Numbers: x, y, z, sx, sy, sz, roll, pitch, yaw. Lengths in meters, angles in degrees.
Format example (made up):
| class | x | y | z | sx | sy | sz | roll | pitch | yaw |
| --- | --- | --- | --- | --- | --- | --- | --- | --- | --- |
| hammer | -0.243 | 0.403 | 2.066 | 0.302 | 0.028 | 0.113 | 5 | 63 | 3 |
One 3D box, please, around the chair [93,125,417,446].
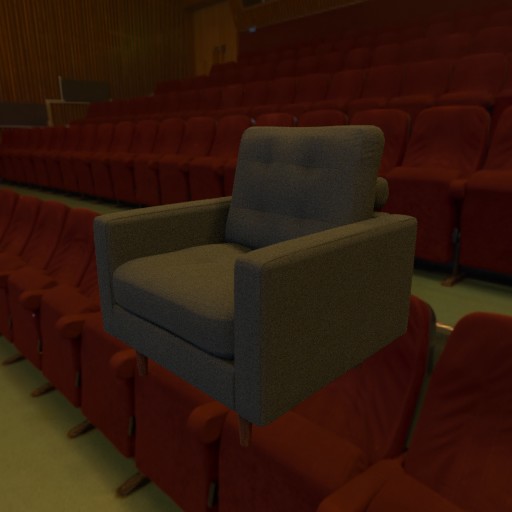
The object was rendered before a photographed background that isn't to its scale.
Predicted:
| class | x | y | z | sx | sy | sz | roll | pitch | yaw |
| --- | --- | --- | --- | --- | --- | --- | --- | --- | --- |
| chair | 0.000 | 0.000 | 1.556 | 0.821 | 0.880 | 0.843 | 15 | 21 | 42 |
